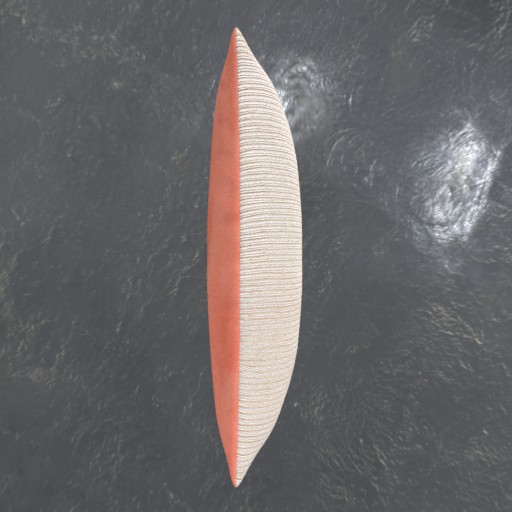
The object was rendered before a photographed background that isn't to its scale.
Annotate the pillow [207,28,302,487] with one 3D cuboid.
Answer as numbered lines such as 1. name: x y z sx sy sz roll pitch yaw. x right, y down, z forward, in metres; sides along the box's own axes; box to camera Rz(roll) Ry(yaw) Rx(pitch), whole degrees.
1. pillow: 0.000 0.000 0.733 0.155 0.307 0.608 0 90 1
